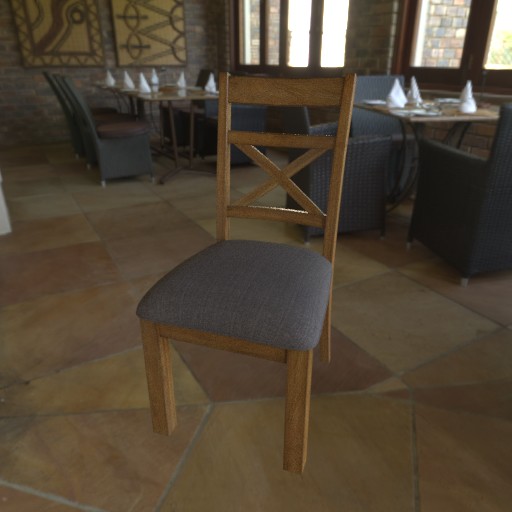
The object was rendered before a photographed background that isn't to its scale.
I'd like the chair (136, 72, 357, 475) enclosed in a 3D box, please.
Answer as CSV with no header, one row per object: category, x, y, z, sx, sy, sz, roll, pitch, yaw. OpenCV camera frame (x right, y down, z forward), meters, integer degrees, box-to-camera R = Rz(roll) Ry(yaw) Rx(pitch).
chair,0.000,0.000,1.256,0.470,0.949,0.581,8,25,17
